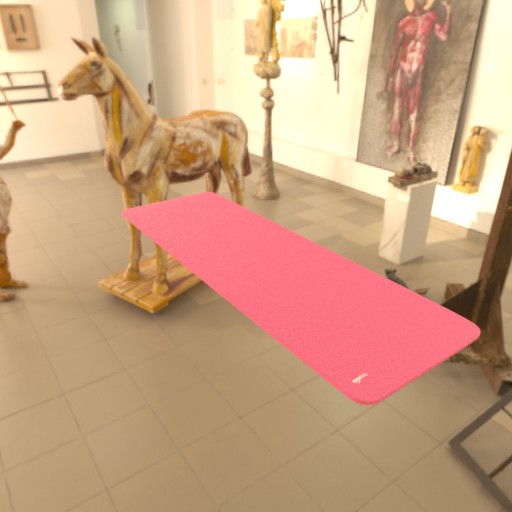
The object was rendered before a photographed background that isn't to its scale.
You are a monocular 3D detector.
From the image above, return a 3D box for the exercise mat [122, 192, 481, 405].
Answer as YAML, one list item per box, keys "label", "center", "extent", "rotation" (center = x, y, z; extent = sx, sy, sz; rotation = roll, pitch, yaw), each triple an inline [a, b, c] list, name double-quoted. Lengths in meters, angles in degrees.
- label: "exercise mat"
  center: [0.000, 0.000, 2.059]
  extent: [0.616, 0.021, 1.884]
  rotation: [-18, 32, -32]
